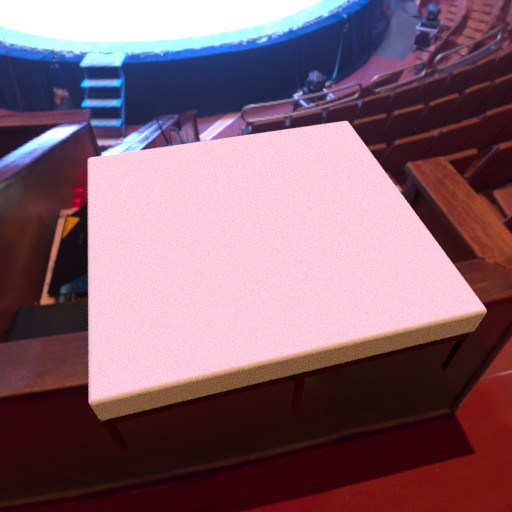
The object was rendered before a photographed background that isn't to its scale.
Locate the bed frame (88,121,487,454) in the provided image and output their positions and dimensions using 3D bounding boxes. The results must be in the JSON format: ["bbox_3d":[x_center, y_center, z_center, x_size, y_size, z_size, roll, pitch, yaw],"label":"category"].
[{"bbox_3d":[0.000,0.000,3.049,2.079,0.659,1.963,-11,49,-10],"label":"bed frame"}]
